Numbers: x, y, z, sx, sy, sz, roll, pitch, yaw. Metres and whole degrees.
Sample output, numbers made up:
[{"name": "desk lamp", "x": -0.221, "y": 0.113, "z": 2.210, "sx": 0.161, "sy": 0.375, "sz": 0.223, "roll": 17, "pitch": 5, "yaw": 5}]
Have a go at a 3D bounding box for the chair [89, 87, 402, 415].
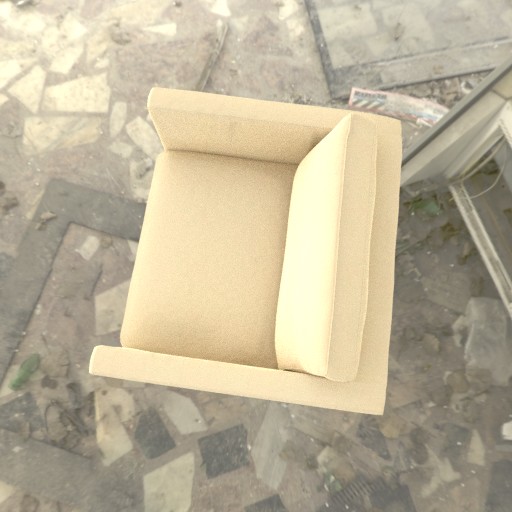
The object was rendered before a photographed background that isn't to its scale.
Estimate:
[{"name": "chair", "x": 0.000, "y": 0.000, "z": 1.738, "sx": 0.947, "sy": 0.851, "sz": 1.057, "roll": 7, "pitch": 76, "yaw": 2}]
